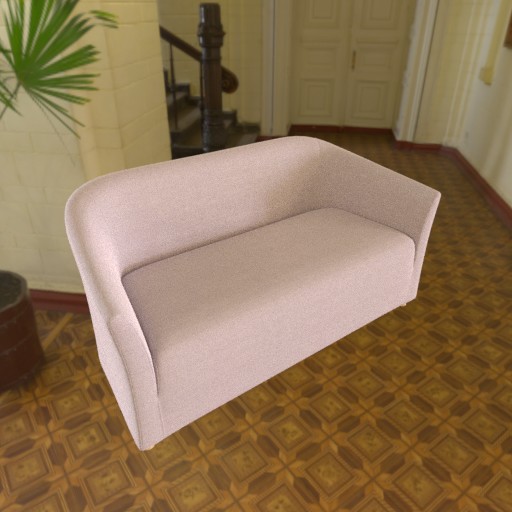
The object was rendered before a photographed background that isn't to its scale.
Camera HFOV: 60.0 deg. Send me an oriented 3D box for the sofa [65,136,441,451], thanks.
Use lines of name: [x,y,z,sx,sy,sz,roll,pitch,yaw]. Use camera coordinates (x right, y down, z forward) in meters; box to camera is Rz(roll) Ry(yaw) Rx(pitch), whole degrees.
sofa: [0.000,0.000,1.839,1.452,0.721,0.705,-20,35,-31]
